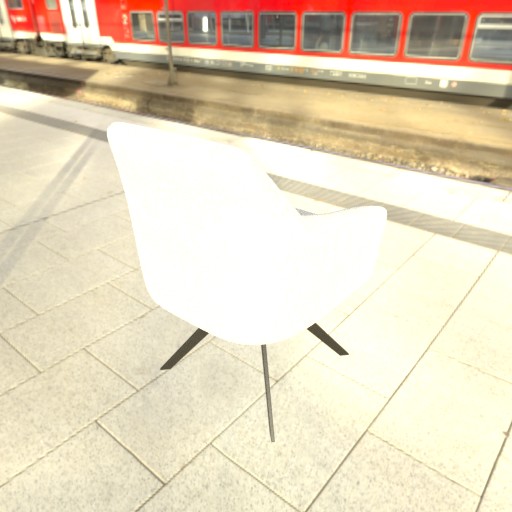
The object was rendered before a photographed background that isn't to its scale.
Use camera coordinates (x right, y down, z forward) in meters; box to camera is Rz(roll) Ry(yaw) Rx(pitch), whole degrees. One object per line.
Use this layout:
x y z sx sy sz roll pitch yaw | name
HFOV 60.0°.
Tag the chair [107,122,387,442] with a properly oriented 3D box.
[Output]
0.000 0.000 1.378 0.642 0.874 0.677 21 35 32 | chair
